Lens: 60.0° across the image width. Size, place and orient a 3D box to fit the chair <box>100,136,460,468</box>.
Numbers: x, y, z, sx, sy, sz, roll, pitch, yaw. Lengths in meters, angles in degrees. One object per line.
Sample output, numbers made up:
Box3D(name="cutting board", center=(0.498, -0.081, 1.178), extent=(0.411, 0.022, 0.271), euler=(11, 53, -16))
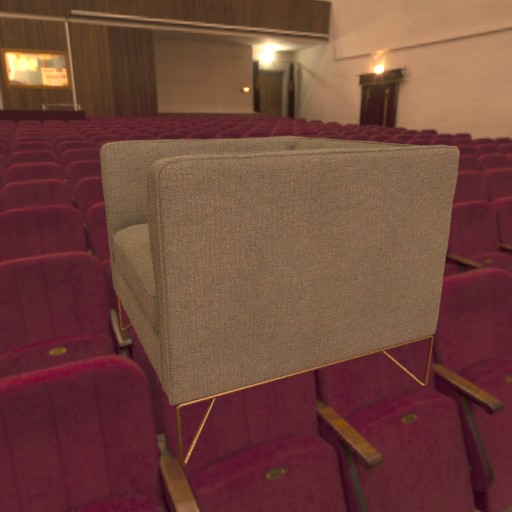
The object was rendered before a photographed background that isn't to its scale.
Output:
Box3D(name="chair", center=(0.000, 0.000, 1.593), extent=(0.912, 0.799, 0.920), euler=(-8, 19, -25))
